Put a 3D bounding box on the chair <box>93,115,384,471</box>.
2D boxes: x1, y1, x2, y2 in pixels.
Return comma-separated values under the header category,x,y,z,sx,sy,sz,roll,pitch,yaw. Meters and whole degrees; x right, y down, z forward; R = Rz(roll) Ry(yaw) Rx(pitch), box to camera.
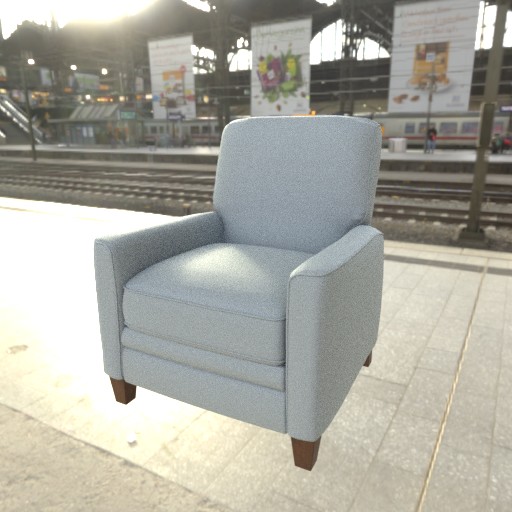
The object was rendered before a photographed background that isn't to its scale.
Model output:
category,x,y,z,sx,sy,sz,roll,pitch,yaw
chair,0.000,0.000,1.635,0.853,1.007,0.846,8,17,27
